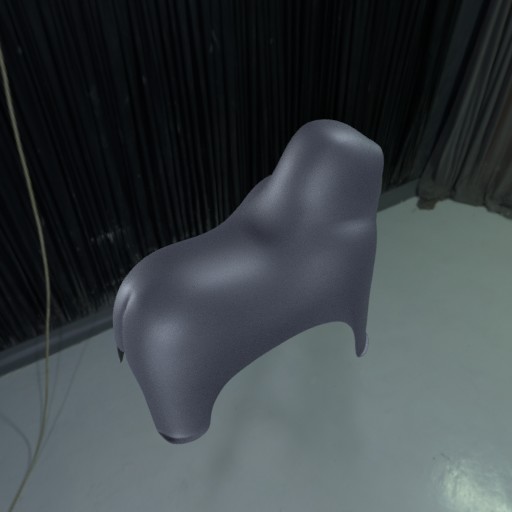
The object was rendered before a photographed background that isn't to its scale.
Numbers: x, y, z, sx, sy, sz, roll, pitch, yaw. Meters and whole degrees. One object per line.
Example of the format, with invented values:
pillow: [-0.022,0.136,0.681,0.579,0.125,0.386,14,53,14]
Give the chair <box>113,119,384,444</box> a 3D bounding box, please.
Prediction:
chair: [0.000,0.000,1.127,0.758,0.600,0.490,-24,47,-25]
